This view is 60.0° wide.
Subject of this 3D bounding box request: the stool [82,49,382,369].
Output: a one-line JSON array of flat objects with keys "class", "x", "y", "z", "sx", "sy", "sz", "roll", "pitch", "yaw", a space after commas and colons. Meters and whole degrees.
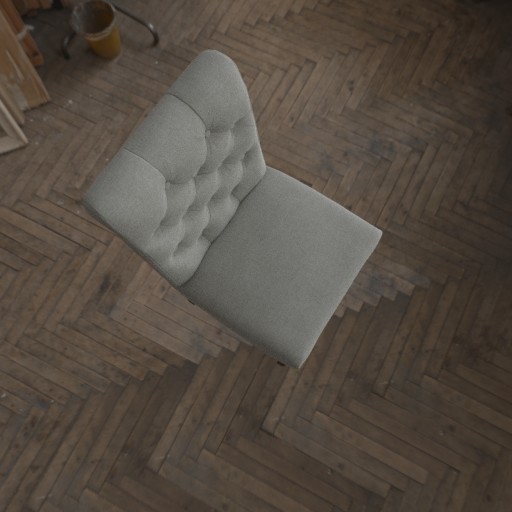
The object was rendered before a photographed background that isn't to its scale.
[{"class": "stool", "x": 0.000, "y": 0.000, "z": 1.449, "sx": 0.601, "sy": 1.140, "sz": 0.493, "roll": 33, "pitch": 78, "yaw": 8}]
